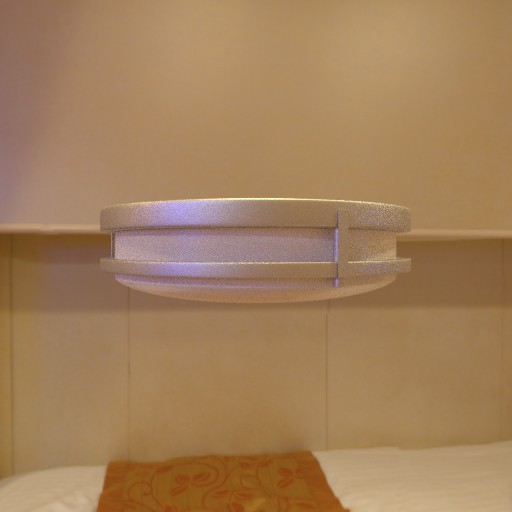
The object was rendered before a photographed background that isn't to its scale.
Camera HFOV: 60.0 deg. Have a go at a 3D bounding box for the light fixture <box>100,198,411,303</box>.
[{"bbox_3d":[0.000,0.000,0.536,0.356,0.102,0.356,0,1,0],"label":"light fixture"}]
